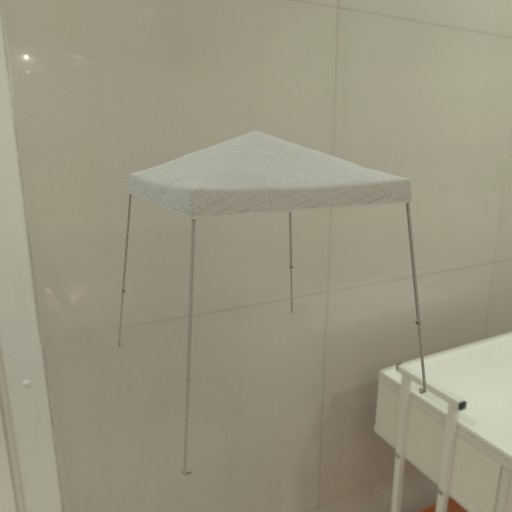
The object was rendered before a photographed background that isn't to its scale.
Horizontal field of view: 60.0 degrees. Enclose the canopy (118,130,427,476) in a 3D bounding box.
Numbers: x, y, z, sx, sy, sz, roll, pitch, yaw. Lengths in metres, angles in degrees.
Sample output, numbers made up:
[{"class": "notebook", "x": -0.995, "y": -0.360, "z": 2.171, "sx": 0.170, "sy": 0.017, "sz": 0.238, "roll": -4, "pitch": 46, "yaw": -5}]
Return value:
[{"class": "canopy", "x": 0.000, "y": 0.000, "z": 5.222, "sx": 2.849, "sy": 2.849, "sz": 2.848, "roll": -7, "pitch": 15, "yaw": -27}]
